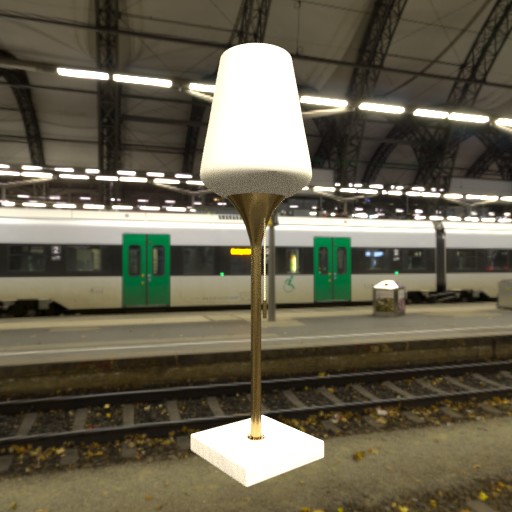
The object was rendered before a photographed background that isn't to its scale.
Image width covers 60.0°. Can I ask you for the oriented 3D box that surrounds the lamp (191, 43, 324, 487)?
[{"bbox_3d":[0.000,0.000,0.719,0.181,0.639,0.181,1,-1,-38],"label":"lamp"}]
